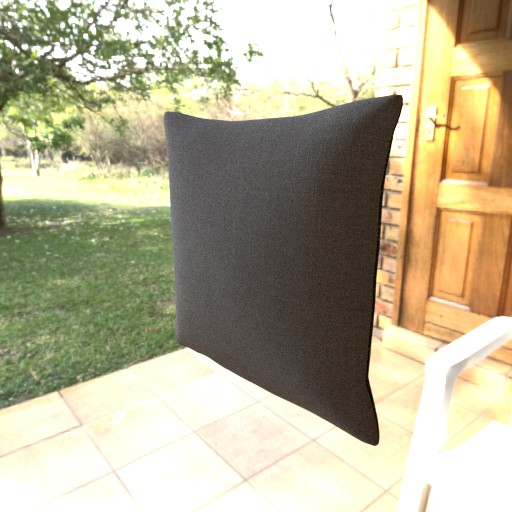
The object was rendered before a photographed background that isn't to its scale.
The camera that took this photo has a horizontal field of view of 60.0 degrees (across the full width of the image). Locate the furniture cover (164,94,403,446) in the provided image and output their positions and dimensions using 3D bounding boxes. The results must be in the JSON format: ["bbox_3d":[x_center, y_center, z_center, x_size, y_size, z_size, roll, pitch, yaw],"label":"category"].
[{"bbox_3d":[0.000,0.000,0.774,0.511,0.503,0.162,14,21,43],"label":"furniture cover"}]
